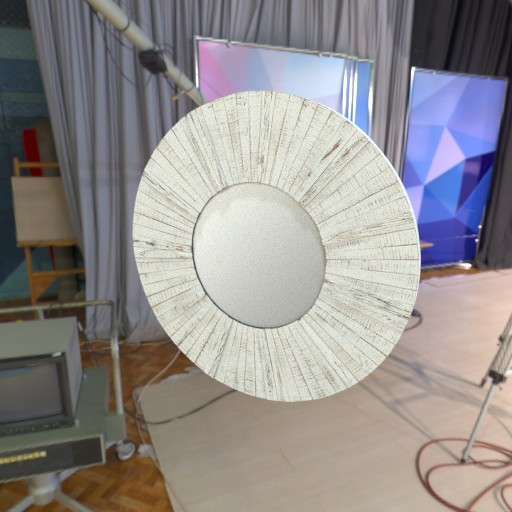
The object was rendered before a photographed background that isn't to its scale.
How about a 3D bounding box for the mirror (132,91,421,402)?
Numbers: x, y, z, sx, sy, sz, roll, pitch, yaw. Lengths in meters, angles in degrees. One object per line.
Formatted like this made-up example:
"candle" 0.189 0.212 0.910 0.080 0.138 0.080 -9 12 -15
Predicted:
"mirror" 0.000 0.000 1.308 0.914 0.914 0.038 7 16 26
